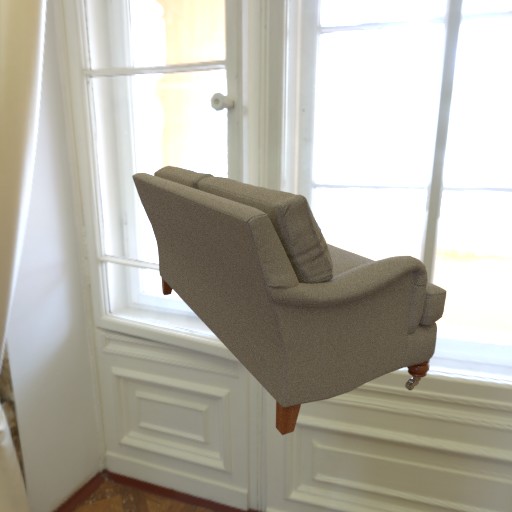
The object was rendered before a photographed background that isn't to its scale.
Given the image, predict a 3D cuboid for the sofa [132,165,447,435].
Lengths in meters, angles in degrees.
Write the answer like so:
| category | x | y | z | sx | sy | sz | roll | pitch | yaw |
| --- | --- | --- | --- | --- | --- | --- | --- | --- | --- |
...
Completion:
| category | x | y | z | sx | sy | sz | roll | pitch | yaw |
| --- | --- | --- | --- | --- | --- | --- | --- | --- | --- |
| sofa | 0.000 | 0.000 | 2.828 | 1.087 | 1.054 | 2.160 | -7 | 17 | -25 |
